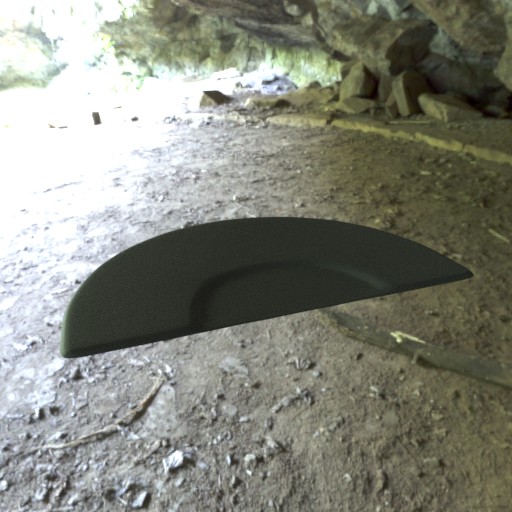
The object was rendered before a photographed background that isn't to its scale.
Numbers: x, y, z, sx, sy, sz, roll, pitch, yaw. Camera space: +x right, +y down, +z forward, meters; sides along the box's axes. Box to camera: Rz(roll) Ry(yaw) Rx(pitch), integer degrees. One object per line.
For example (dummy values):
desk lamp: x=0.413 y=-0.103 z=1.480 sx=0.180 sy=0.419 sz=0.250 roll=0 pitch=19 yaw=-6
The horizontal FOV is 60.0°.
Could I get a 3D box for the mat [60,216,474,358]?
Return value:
mat: x=0.000 y=0.000 z=1.886 sx=1.525 sy=0.022 sz=0.917 roll=-9 pitch=27 yaw=-18
